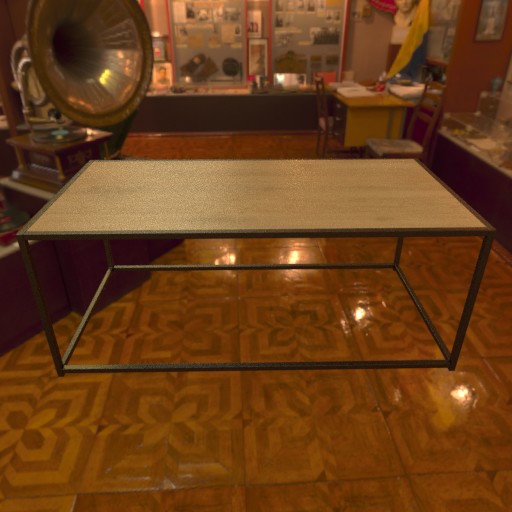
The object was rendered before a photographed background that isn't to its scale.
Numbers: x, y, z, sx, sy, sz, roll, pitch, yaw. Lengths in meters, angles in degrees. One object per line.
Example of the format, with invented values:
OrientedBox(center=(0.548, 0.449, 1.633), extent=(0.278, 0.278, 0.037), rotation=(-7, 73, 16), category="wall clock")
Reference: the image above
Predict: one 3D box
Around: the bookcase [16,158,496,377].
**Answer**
OrientedBox(center=(0.000, 0.000, 1.234), extent=(1.000, 0.400, 0.500), rotation=(-1, 30, -1), category="bookcase")
